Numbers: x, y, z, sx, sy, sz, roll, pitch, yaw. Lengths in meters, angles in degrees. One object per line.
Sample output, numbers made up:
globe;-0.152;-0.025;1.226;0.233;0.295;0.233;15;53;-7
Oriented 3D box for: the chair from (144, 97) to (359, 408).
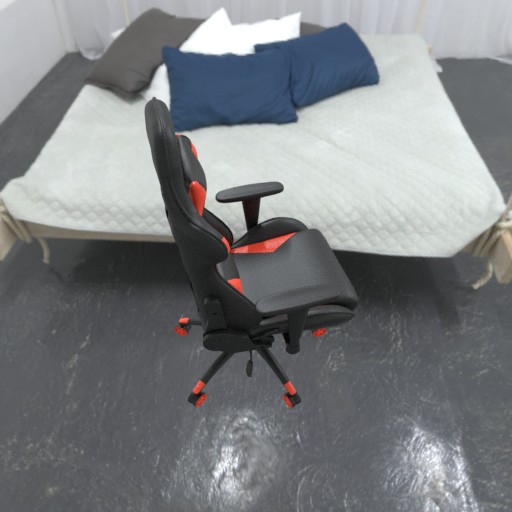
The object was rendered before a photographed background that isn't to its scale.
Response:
chair;0.000;0.000;1.690;0.730;1.282;0.695;-12;47;-11
